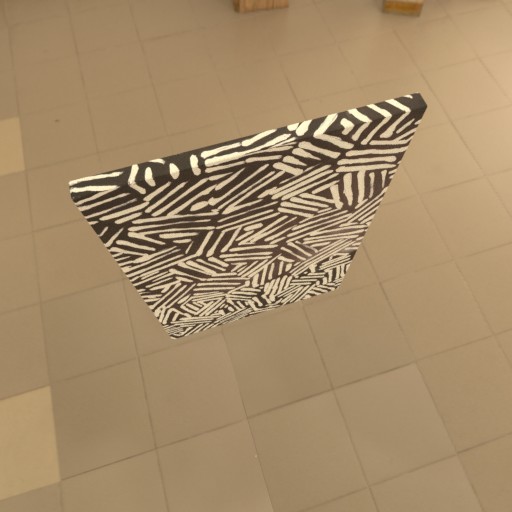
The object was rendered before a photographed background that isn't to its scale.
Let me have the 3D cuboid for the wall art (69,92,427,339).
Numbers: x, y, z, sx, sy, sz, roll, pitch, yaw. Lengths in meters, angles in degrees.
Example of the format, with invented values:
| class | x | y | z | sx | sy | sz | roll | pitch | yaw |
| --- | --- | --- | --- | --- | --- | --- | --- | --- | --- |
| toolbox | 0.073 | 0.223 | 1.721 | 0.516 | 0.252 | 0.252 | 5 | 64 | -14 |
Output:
| class | x | y | z | sx | sy | sz | roll | pitch | yaw |
| --- | --- | --- | --- | --- | --- | --- | --- | --- | --- |
| wall art | 0.000 | 0.000 | 1.151 | 0.615 | 0.918 | 0.035 | -16 | 67 | -7 |
